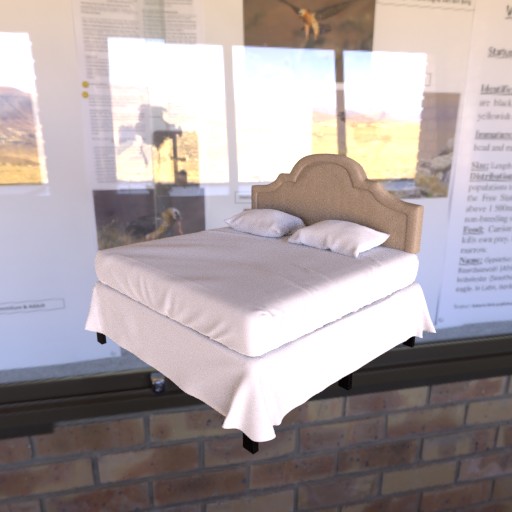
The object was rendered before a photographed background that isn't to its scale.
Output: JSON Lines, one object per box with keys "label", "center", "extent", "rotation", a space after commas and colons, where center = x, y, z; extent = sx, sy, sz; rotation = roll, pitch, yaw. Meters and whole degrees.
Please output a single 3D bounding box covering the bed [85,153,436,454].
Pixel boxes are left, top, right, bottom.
{"label": "bed", "center": [0.000, 0.000, 3.738], "extent": [2.222, 1.631, 2.303], "rotation": [-15, 21, -42]}
